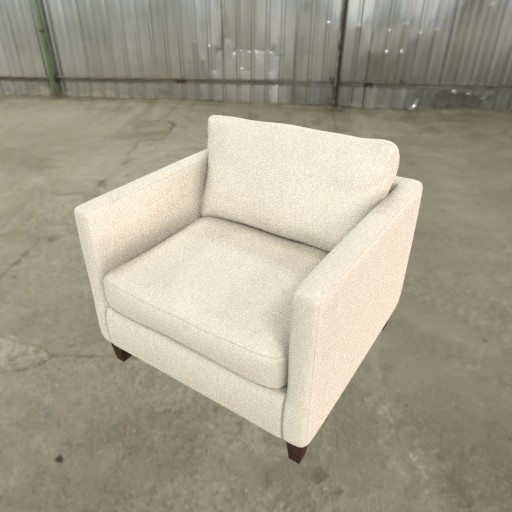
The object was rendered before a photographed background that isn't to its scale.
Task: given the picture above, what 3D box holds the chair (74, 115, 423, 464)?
[{"bbox_3d":[0.000,0.000,1.773,0.996,0.919,0.959,19,37,28],"label":"chair"}]
